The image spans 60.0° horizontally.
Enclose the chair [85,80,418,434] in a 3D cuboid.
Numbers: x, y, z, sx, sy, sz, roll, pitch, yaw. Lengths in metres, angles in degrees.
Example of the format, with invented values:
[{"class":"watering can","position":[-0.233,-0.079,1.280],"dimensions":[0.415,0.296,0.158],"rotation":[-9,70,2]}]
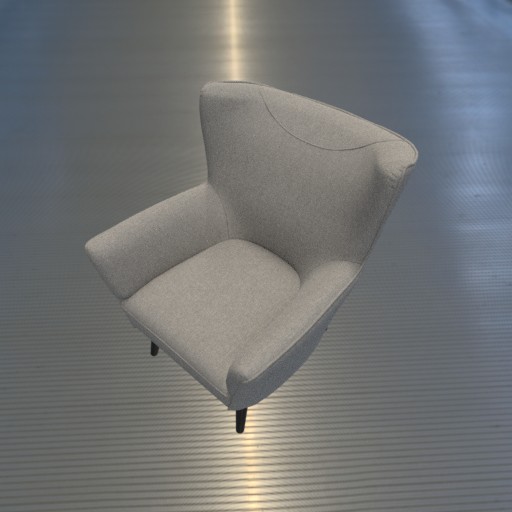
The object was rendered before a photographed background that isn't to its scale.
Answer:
[{"class":"chair","position":[0.000,0.000,1.590],"dimensions":[0.781,0.933,0.888],"rotation":[32,53,28]}]
